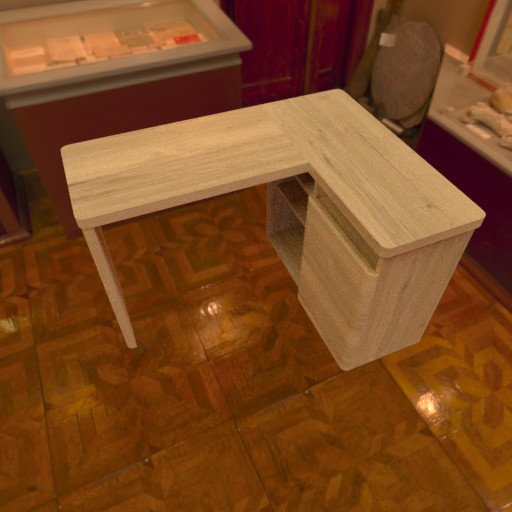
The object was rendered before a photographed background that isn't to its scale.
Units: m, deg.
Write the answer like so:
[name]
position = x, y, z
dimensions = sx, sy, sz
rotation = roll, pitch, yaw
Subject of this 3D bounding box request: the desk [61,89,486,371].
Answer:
[desk]
position = 0.000, 0.000, 1.759
dimensions = 1.169, 0.760, 0.900
rotation = -17, 49, -15
